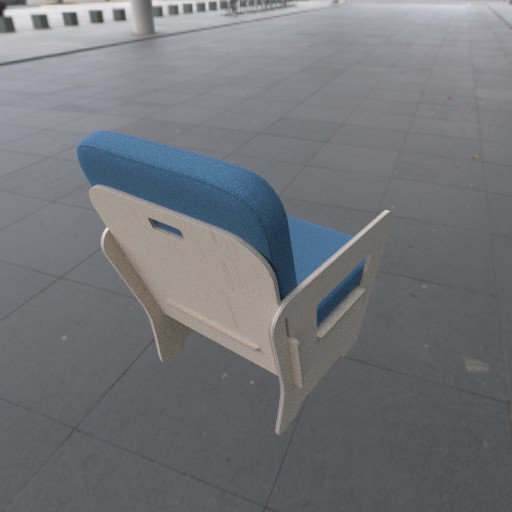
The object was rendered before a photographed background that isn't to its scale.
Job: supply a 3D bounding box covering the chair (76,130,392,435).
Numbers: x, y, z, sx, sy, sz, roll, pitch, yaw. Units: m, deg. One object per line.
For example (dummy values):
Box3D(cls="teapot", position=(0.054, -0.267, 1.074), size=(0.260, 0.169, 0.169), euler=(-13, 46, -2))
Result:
Box3D(cls="chair", position=(0.000, 0.000, 1.189), size=(0.547, 0.747, 0.657), euler=(21, 38, 31))
